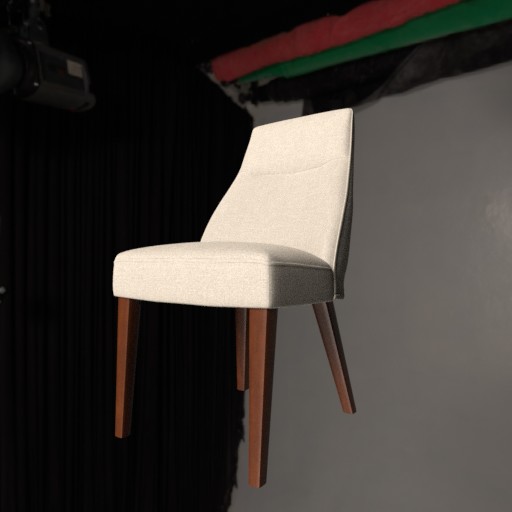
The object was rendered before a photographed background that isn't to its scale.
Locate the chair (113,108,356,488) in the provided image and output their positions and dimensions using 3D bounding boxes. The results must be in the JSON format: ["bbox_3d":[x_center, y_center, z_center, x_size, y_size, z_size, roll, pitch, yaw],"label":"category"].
[{"bbox_3d":[0.000,0.000,1.263,0.500,0.930,0.620,0,0,35],"label":"chair"}]
